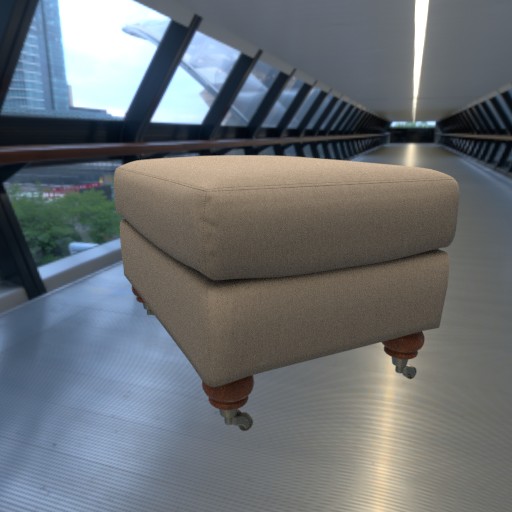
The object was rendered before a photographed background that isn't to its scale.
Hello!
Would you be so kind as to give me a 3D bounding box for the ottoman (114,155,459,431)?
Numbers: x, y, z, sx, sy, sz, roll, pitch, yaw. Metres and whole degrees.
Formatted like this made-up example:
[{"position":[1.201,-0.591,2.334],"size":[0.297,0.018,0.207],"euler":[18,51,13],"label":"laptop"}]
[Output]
[{"position":[0.000,0.000,1.129],"size":[0.574,0.497,0.773],"euler":[-7,16,-26],"label":"ottoman"}]
